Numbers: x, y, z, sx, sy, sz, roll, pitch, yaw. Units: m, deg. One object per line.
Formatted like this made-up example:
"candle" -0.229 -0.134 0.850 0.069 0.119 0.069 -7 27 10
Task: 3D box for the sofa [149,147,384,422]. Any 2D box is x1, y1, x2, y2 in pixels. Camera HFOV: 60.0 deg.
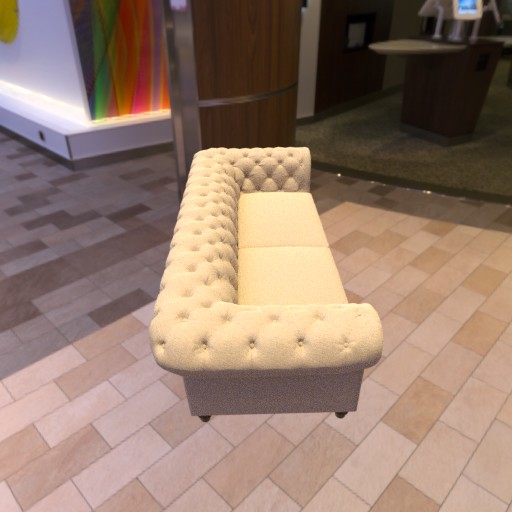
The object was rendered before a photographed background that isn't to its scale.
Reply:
"sofa" 0.000 0.000 3.187 1.076 0.847 2.694 -1 32 -2
